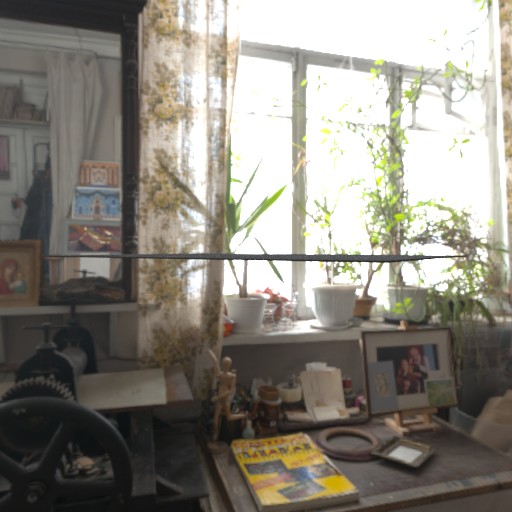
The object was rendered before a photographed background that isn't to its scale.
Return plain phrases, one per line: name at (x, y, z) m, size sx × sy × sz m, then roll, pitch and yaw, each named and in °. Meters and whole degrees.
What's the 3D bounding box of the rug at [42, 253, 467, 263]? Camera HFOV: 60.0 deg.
rug at (0.000, 0.000, 2.865) m, size 2.235 × 0.008 × 1.600 m, roll 1°, pitch 1°, yaw 35°
